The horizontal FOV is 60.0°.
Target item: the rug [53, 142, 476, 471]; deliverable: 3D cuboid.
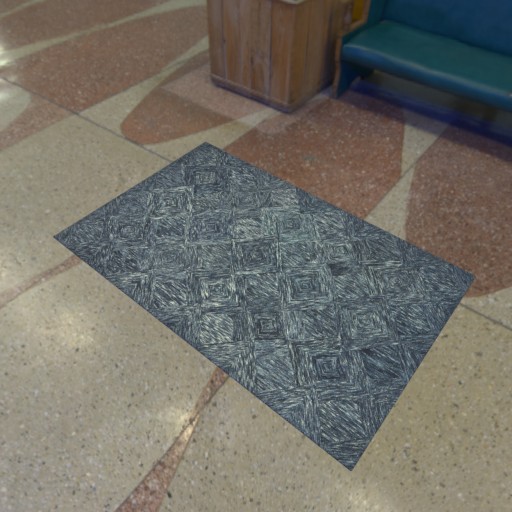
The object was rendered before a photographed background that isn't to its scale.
[{"bbox_3d":[0.000,0.000,2.873,2.330,0.017,1.478,31,55,26],"label":"rug"}]
